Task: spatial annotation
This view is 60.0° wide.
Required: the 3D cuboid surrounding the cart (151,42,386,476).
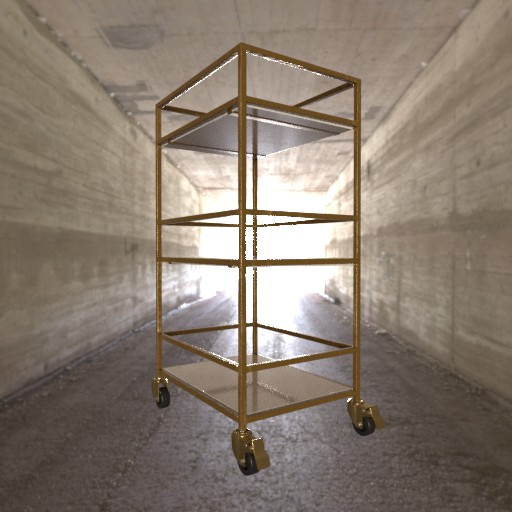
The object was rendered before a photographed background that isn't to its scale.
[{"bbox_3d":[0.000,0.000,1.018,0.332,0.761,0.483,-1,1,-34],"label":"cart"}]
